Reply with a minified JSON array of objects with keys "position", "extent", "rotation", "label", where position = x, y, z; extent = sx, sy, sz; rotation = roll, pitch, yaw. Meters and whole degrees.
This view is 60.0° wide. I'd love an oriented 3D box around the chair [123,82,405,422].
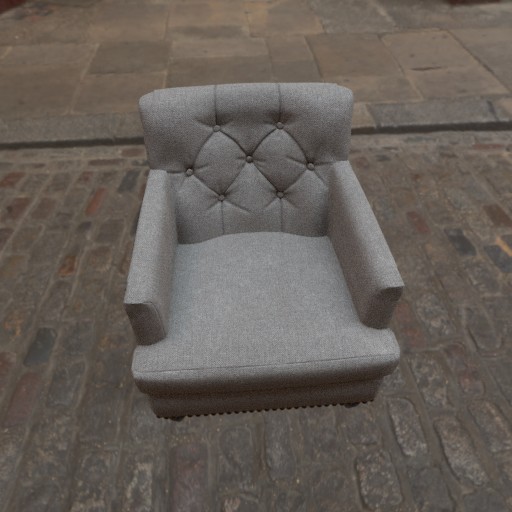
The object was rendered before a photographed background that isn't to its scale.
[{"position":[0.000,0.000,1.487],"extent":[0.737,0.823,0.902],"rotation":[-3,45,-3],"label":"chair"}]
